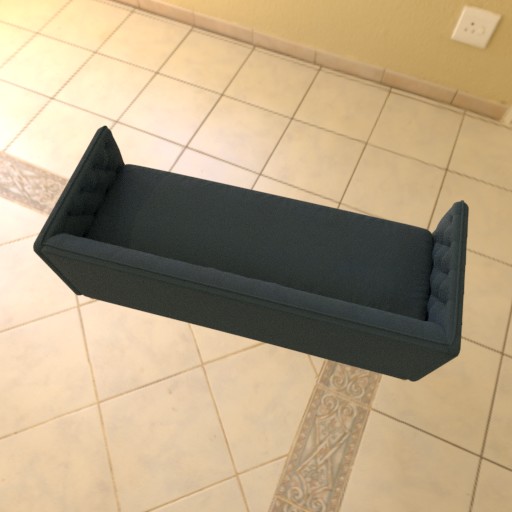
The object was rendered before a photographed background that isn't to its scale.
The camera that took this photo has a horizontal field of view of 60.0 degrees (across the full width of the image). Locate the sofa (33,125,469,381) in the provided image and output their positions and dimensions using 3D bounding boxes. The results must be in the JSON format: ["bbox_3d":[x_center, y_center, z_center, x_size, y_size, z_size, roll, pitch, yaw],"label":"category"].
[{"bbox_3d":[0.000,0.000,2.663,2.209,0.771,0.895,13,64,7],"label":"sofa"}]
